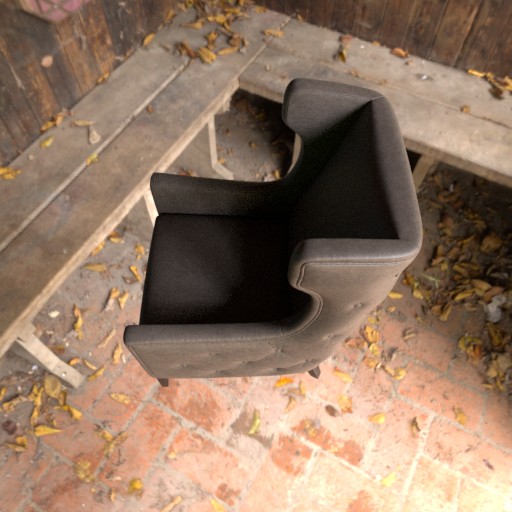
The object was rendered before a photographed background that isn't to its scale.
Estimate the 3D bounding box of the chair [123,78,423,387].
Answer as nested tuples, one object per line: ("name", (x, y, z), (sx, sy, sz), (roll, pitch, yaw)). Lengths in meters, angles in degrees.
("chair", (0.000, 0.000, 1.687), (0.899, 1.079, 0.769), (0, 58, 0))
